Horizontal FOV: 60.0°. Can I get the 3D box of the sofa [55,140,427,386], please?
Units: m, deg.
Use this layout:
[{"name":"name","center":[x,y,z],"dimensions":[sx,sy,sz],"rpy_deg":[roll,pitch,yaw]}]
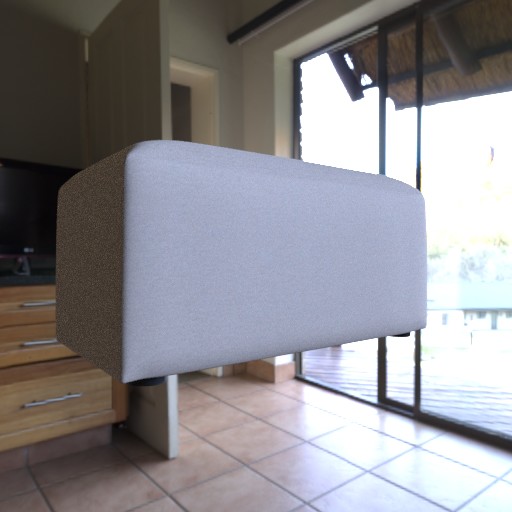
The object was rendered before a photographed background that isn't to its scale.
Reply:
[{"name":"sofa","center":[0.000,0.000,1.212],"dimensions":[0.930,0.470,0.480],"rpy_deg":[0,0,-37]}]
